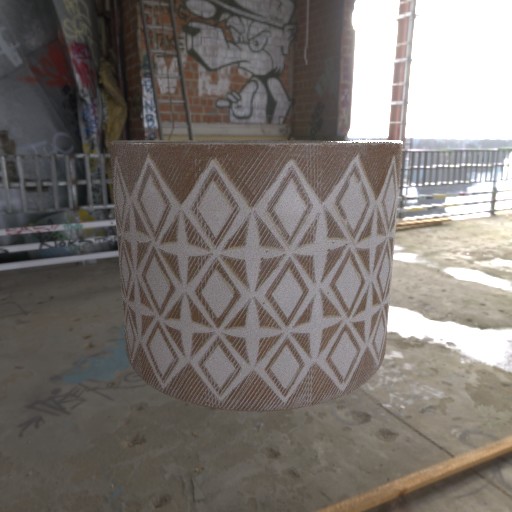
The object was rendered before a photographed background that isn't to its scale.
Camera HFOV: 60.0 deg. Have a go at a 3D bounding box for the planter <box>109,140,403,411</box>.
[{"bbox_3d":[0.000,0.000,0.327,0.193,0.165,0.193,0,15,0],"label":"planter"}]
